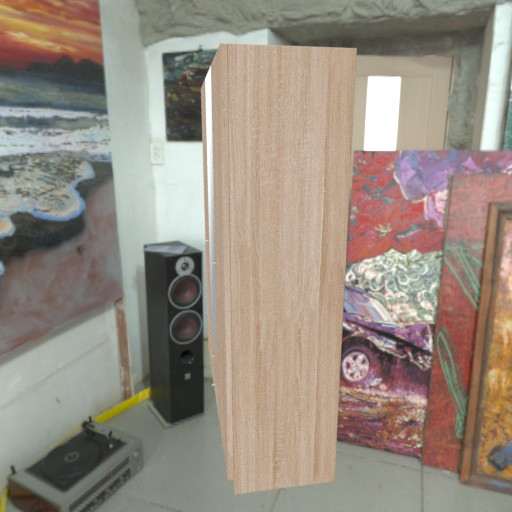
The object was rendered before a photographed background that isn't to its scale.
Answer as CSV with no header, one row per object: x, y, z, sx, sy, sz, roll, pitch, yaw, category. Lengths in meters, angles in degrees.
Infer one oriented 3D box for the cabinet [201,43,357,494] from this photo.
0.000,0.000,2.758,0.590,2.120,1.500,-2,14,-9,cabinet
